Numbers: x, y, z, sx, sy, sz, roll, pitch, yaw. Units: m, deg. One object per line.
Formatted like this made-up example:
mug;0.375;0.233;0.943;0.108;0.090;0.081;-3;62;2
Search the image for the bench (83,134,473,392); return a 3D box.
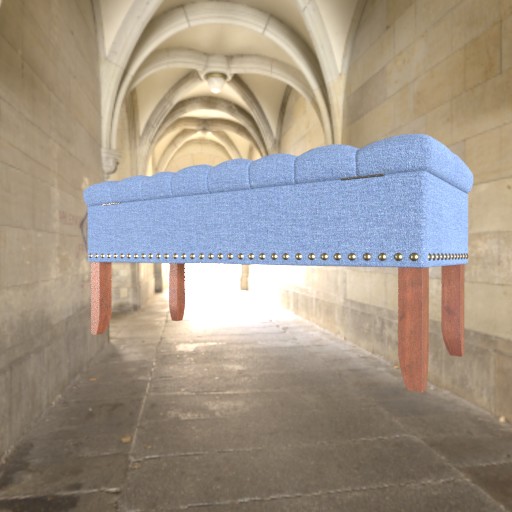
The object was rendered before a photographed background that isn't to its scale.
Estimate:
bench;0.000;0.000;1.250;1.052;0.492;0.417;0;0;36
